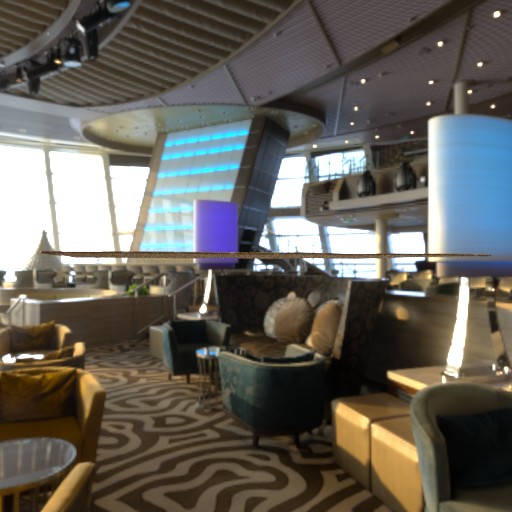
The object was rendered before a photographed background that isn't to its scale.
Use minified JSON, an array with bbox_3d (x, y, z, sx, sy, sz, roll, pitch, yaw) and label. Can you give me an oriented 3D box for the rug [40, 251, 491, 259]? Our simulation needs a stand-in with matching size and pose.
[{"bbox_3d":[0.000,0.000,2.169,1.761,0.013,1.152,0,-1,-17],"label":"rug"}]
